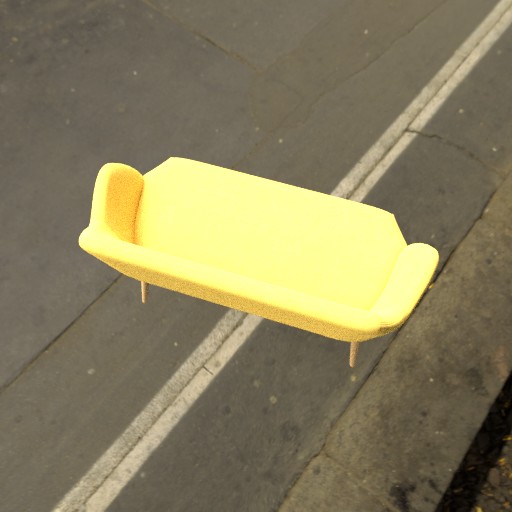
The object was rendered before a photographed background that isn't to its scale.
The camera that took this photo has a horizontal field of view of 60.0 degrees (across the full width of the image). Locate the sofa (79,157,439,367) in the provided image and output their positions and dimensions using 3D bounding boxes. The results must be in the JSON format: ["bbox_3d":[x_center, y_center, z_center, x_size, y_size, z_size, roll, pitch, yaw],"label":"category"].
[{"bbox_3d":[0.000,0.000,1.609,1.150,0.840,0.610,16,65,7],"label":"sofa"}]
